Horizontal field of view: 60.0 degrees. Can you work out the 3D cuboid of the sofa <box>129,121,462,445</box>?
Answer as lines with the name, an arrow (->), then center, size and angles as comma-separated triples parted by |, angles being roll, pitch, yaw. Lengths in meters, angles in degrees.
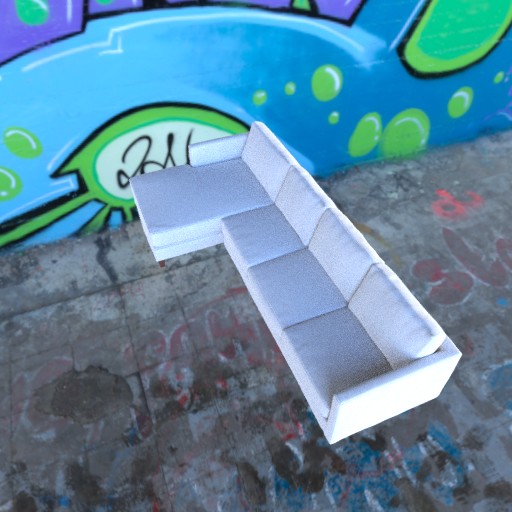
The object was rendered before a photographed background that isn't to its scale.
sofa -> 0.000, 0.000, 3.879 | 1.625, 0.861, 3.186 | -17, 48, -16
